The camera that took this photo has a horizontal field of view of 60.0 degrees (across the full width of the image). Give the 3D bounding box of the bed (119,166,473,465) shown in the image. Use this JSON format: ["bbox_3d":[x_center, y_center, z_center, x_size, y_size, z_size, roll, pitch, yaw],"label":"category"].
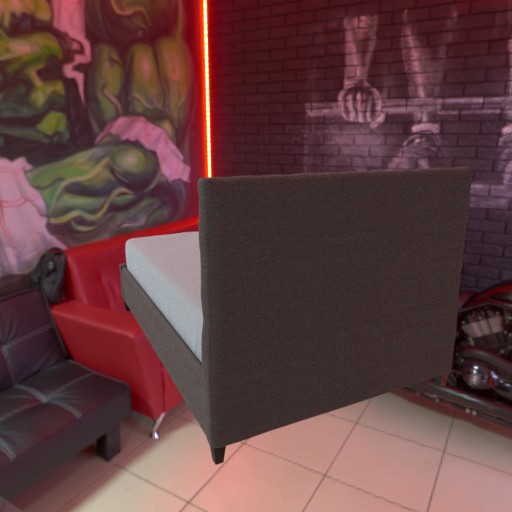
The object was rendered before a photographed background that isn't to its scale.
[{"bbox_3d":[0.000,0.000,3.405,1.698,1.427,2.387,-7,17,-26],"label":"bed"}]
